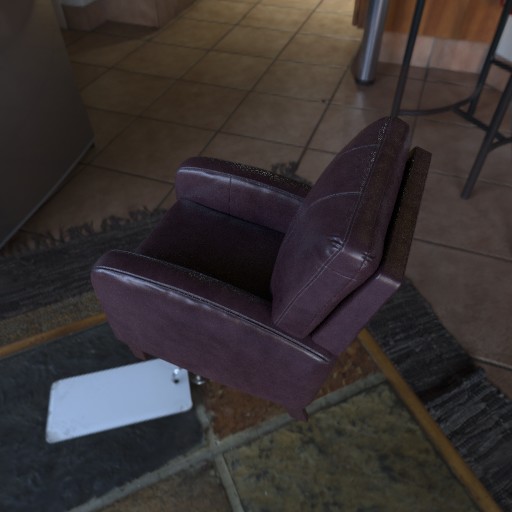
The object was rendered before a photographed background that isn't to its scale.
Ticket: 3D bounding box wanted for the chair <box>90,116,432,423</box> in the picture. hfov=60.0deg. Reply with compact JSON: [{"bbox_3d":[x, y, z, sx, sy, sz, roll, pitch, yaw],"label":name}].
[{"bbox_3d":[0.000,0.000,1.659,0.990,0.990,0.762,17,50,15],"label":"chair"}]
